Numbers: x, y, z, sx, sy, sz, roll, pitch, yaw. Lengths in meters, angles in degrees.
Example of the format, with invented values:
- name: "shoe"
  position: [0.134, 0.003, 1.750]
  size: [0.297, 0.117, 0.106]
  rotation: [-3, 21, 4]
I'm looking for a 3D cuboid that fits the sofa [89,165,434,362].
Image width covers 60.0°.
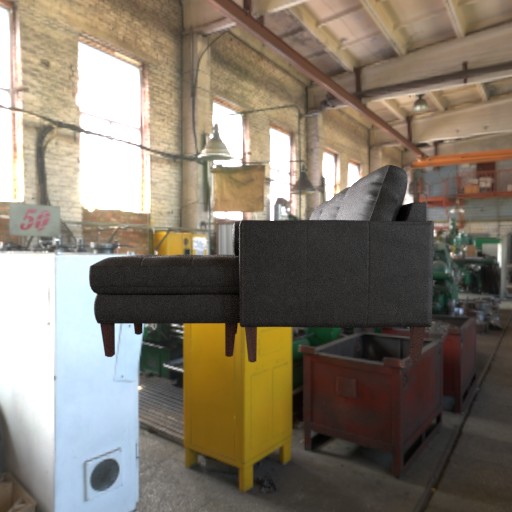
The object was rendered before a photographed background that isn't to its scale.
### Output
- name: "sofa"
  position: [0.000, 0.000, 2.950]
  size: [1.497, 0.876, 2.178]
  rotation: [0, 1, -1]
